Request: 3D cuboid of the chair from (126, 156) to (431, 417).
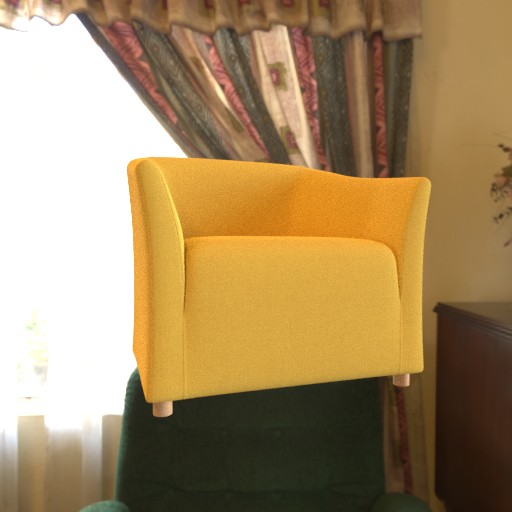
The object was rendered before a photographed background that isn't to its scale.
[{"bbox_3d":[0.000,0.000,1.410,0.790,0.720,0.700,0,1,-19],"label":"chair"}]
